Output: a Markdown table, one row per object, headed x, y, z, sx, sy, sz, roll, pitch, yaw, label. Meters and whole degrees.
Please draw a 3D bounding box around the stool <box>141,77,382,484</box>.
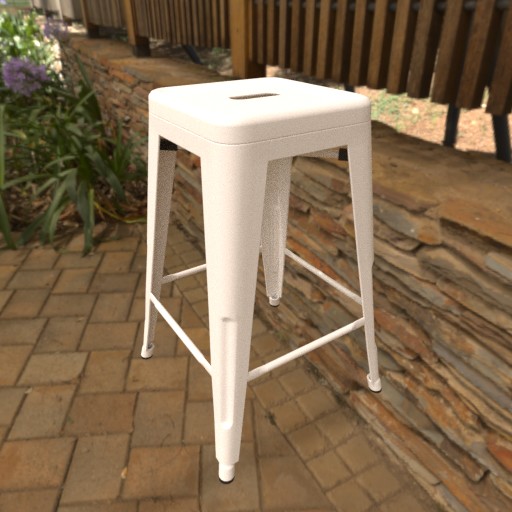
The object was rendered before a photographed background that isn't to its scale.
| x | y | z | sx | sy | sz | roll | pitch | yaw | label |
| --- | --- | --- | --- | --- | --- | --- | --- | --- | --- |
| 0.000 | 0.000 | 0.869 | 0.406 | 0.610 | 0.406 | -18 | 34 | -29 | stool |
